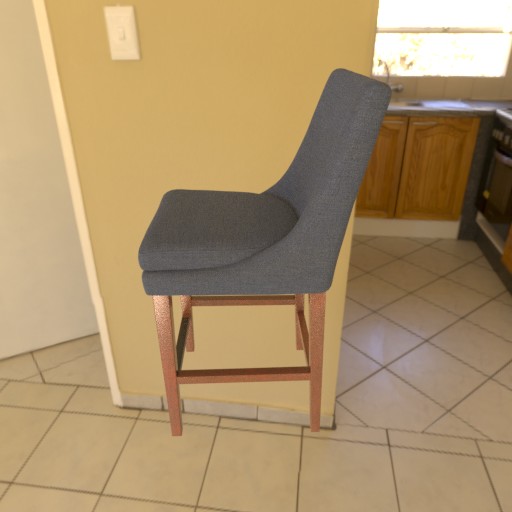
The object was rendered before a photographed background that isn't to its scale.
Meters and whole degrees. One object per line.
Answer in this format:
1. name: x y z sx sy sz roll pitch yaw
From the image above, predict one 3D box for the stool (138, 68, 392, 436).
1. stool: 0.000 0.000 1.287 0.577 0.981 0.470 -1 27 -2
